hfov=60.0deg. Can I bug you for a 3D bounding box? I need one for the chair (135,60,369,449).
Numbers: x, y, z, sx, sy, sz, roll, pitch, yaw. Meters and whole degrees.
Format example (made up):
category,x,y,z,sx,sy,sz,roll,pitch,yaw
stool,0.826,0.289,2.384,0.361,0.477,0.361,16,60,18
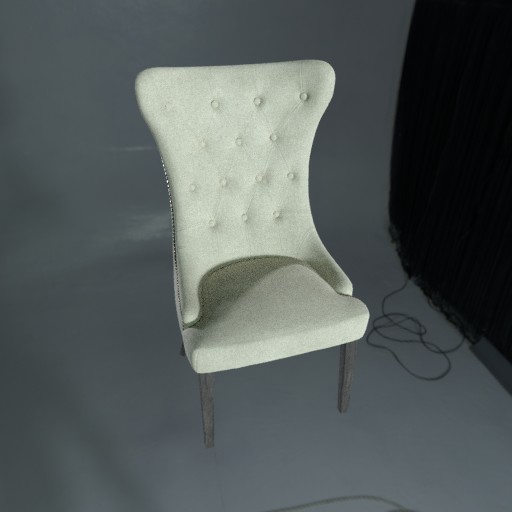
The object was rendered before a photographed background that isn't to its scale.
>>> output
category,x,y,z,sx,sy,sz,roll,pitch,yaw
chair,0.000,0.000,1.394,0.584,1.065,0.590,-9,33,-14
